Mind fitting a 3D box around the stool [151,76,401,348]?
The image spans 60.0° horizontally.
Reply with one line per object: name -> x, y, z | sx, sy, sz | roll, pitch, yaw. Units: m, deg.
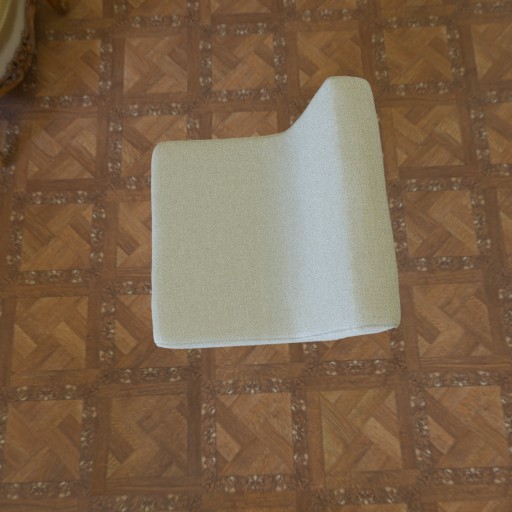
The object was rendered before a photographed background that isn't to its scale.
stool -> 0.000, 0.000, 1.264 | 0.500, 0.937, 0.511 | -3, 76, -1
